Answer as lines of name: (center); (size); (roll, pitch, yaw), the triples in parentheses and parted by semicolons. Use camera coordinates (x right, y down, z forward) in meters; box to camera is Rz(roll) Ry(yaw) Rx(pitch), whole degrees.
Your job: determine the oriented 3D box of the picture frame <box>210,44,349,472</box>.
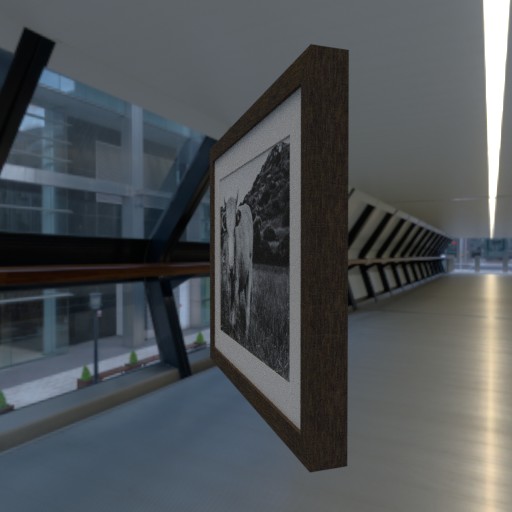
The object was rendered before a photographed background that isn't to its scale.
picture frame: (0.000, 0.000, 0.527); (0.033, 0.330, 0.378); (0, 1, -18)
